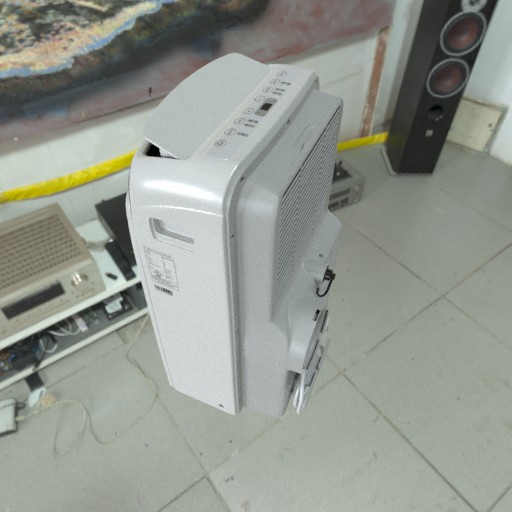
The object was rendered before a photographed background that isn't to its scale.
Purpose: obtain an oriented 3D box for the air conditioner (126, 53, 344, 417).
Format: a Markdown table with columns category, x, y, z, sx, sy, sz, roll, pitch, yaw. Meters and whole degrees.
| category | x | y | z | sx | sy | sz | roll | pitch | yaw |
| --- | --- | --- | --- | --- | --- | --- | --- | --- | --- |
| air conditioner | 0.000 | 0.000 | 1.038 | 0.414 | 0.786 | 0.449 | 18 | 49 | 16 |
